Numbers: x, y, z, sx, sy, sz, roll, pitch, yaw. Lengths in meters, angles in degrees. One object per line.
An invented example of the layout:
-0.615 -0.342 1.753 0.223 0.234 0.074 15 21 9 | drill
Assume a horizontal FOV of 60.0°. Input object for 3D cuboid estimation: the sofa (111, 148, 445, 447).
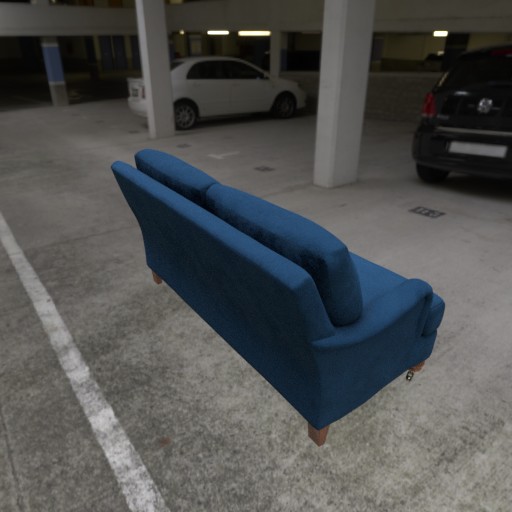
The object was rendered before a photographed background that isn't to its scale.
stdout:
0.000 0.000 2.856 1.084 1.101 2.141 -18 32 -31 | sofa
